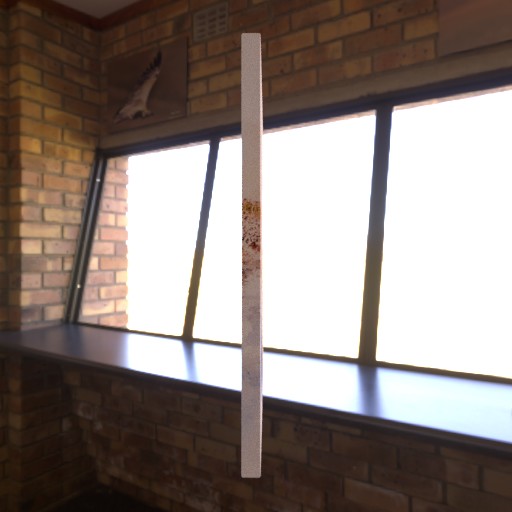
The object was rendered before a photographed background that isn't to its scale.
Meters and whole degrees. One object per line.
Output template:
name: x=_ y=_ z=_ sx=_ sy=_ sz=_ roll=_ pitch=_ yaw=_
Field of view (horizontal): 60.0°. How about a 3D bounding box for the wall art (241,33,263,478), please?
wall art: x=0.000 y=0.000 z=1.329 sx=0.038 sy=0.889 sz=0.889 roll=0 pitch=0 yaw=1
